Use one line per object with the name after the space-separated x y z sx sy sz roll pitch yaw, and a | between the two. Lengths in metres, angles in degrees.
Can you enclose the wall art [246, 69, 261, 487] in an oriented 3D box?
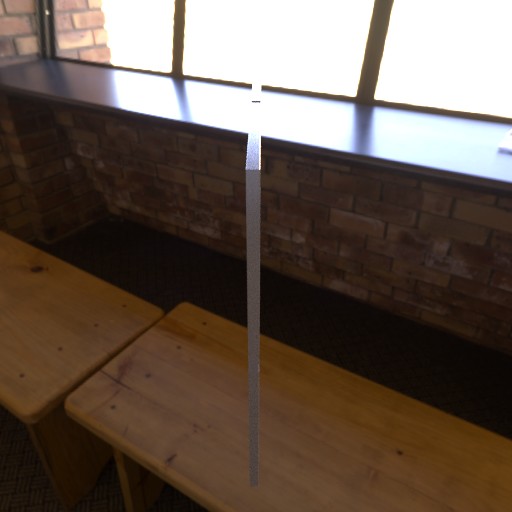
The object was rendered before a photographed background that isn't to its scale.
0.000 0.000 1.656 0.029 1.118 1.118 0 32 1 | wall art
